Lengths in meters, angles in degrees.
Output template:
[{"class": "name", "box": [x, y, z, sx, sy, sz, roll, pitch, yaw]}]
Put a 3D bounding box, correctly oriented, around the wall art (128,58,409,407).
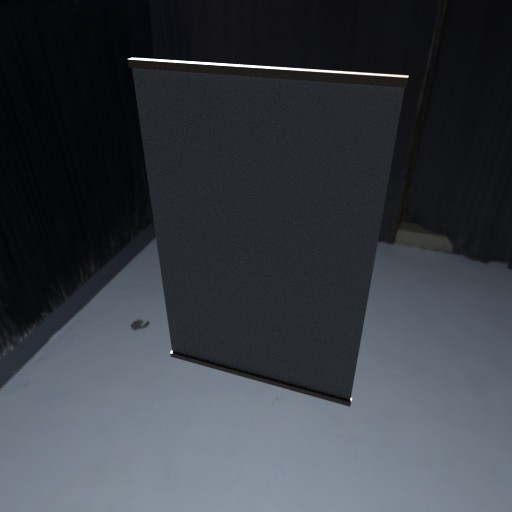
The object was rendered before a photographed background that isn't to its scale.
[{"class": "wall art", "box": [0.000, 0.000, 1.908, 0.990, 1.519, 0.030, 11, 34, 17]}]
